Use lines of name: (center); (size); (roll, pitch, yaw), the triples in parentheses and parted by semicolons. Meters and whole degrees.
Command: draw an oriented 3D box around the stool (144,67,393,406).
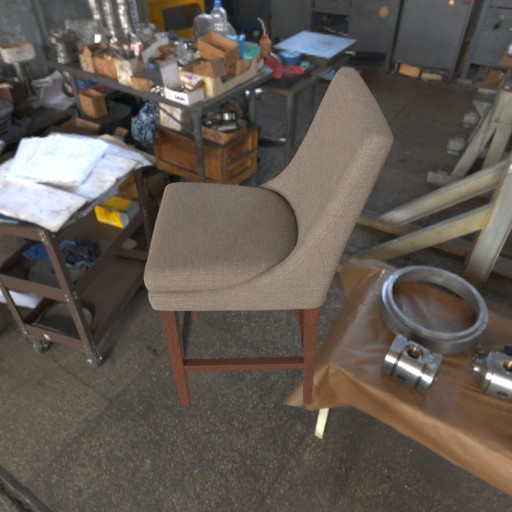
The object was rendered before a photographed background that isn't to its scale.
stool: (0.000, 0.000, 1.343); (0.577, 0.981, 0.470); (-1, 41, -1)
